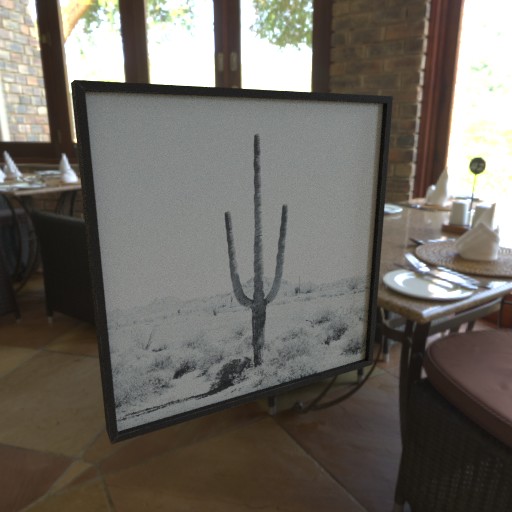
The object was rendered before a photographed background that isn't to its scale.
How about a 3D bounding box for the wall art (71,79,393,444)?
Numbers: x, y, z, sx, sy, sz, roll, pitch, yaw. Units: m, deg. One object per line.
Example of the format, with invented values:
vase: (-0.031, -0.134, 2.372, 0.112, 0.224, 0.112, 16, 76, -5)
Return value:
wall art: (0.000, 0.000, 0.723, 0.508, 0.508, 0.038, -8, 17, -27)
